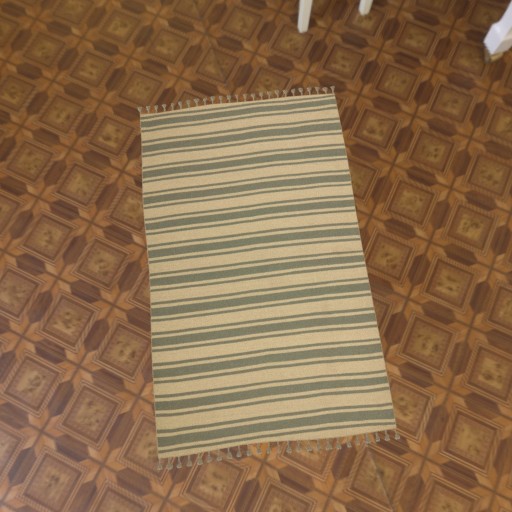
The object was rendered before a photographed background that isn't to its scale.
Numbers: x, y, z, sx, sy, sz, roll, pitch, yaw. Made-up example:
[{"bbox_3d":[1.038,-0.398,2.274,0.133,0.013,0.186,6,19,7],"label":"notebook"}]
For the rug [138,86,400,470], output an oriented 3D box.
[{"bbox_3d":[0.000,0.000,2.473,1.222,0.009,2.084,-6,75,-2],"label":"rug"}]
